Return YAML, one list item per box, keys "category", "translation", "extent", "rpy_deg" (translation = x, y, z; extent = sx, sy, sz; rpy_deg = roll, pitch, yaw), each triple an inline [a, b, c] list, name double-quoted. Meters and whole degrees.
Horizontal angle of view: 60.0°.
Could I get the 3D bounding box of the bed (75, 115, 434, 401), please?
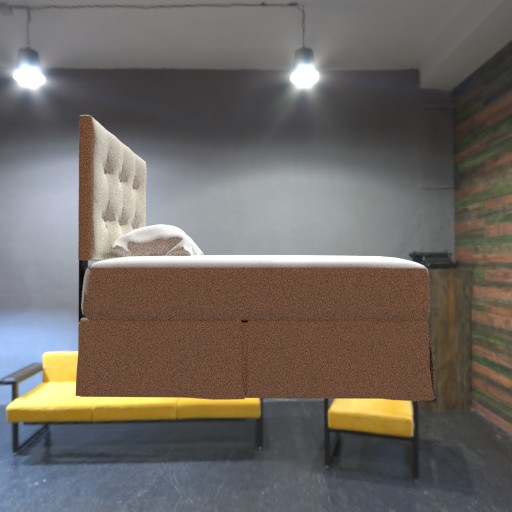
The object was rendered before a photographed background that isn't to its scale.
- category: "bed"
  translation: [0.000, 0.000, 3.004]
  extent: [1.997, 1.571, 1.261]
  rpy_deg: [0, -1, 1]
